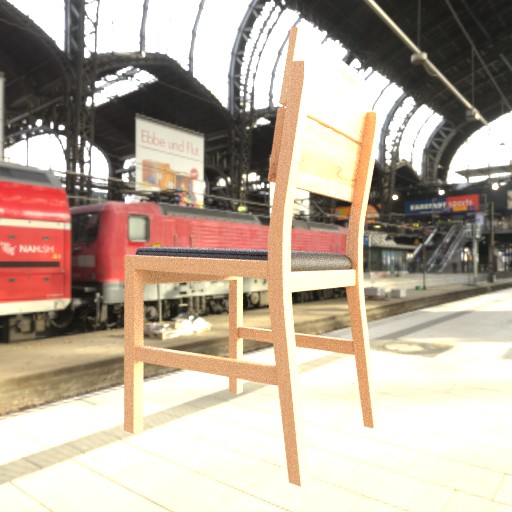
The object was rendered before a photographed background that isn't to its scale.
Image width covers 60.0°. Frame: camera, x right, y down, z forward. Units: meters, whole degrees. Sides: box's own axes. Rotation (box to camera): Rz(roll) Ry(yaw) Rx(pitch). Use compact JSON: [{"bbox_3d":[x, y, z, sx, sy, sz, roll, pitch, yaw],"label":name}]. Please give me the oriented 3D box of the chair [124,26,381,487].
[{"bbox_3d":[0.000,0.000,1.239,0.560,0.950,0.475,-1,-1,36],"label":"chair"}]
